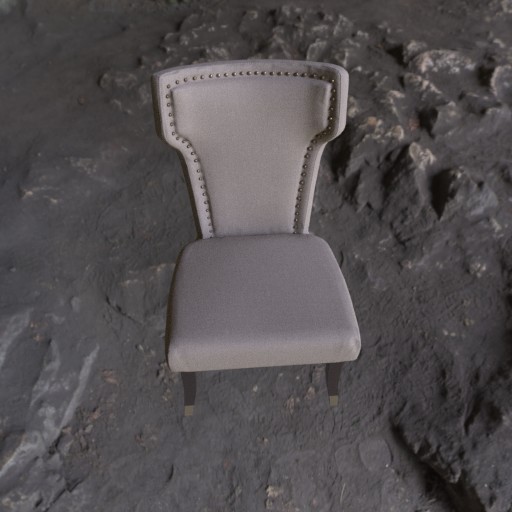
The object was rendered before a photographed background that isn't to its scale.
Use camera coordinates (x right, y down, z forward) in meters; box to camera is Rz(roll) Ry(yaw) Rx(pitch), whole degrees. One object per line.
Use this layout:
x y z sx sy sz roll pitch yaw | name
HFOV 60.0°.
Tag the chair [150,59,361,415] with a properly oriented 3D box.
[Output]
0.000 0.000 1.331 0.526 0.955 0.630 -3 46 -3 | chair
